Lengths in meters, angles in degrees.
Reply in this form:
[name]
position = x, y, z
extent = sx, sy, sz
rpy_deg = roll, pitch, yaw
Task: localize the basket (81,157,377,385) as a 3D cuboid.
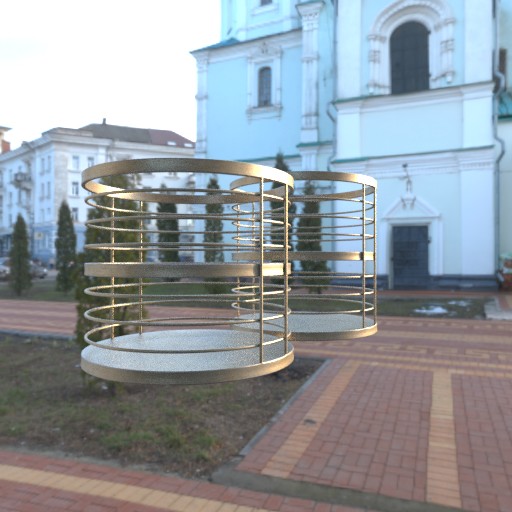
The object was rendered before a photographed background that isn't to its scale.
[basket]
position = 0.000, 0.000, 0.929
extent = 0.356, 0.351, 0.746
rpy_deg = 0, 0, 35
